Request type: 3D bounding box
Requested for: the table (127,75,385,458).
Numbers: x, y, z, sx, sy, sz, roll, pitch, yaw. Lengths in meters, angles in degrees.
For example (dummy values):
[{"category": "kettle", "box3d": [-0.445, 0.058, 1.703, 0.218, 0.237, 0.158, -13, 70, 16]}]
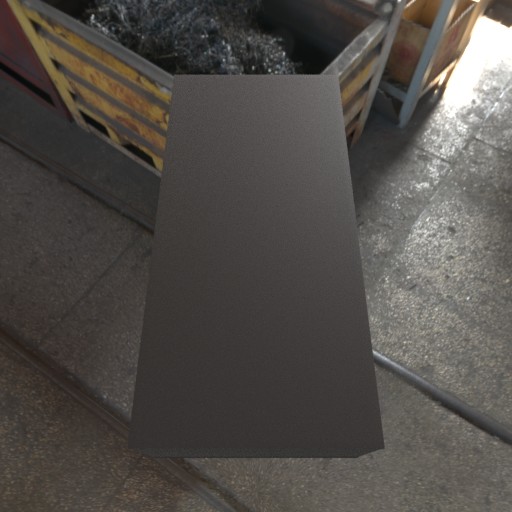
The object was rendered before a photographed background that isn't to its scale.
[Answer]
[{"category": "table", "box3d": [0.000, 0.000, 1.336, 0.550, 0.400, 1.100, 0, 62, 0]}]
